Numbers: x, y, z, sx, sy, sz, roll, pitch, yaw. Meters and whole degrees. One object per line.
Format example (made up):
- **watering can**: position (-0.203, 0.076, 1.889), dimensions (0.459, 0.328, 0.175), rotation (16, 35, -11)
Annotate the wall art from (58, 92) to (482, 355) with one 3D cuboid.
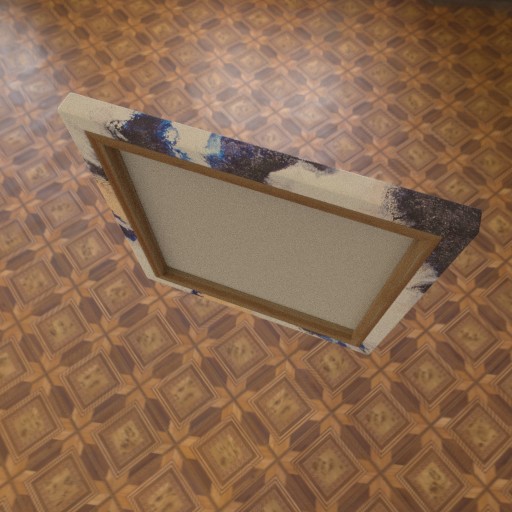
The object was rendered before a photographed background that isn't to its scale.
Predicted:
- **wall art**: position (0.000, 0.000, 0.880), dimensions (0.609, 0.609, 0.039), rotation (18, 65, 9)
